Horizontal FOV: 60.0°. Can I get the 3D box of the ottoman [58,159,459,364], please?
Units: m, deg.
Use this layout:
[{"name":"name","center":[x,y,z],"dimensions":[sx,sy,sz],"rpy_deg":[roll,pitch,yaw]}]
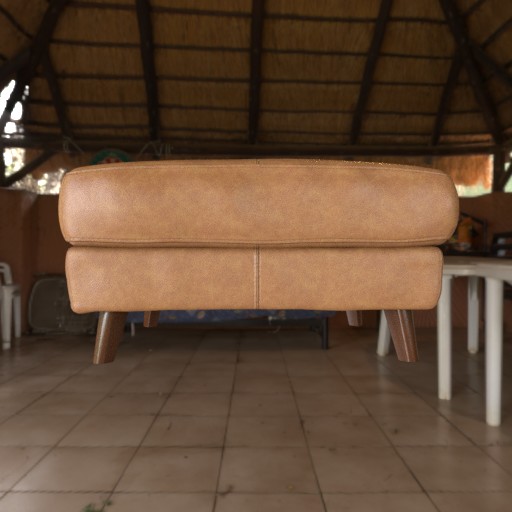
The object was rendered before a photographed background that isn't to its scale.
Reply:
[{"name":"ottoman","center":[0.000,0.000,1.213],"dimensions":[0.869,0.461,0.630],"rpy_deg":[0,1,-1]}]
